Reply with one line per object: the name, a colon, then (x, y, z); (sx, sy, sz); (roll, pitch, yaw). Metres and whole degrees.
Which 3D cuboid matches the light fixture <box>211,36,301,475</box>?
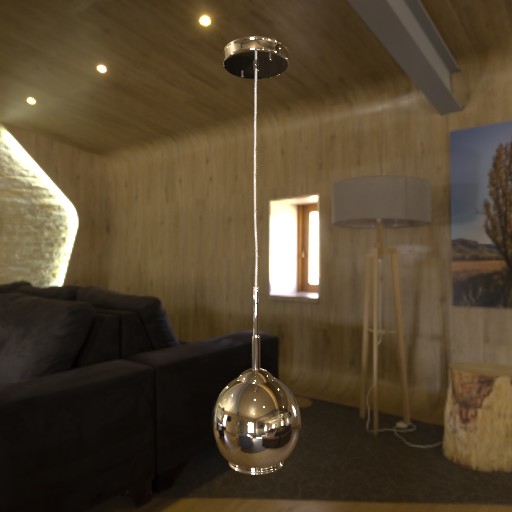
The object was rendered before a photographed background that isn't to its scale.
light fixture: (0.000, 0.000, 1.666); (0.336, 1.538, 0.336); (1, -1, -36)
